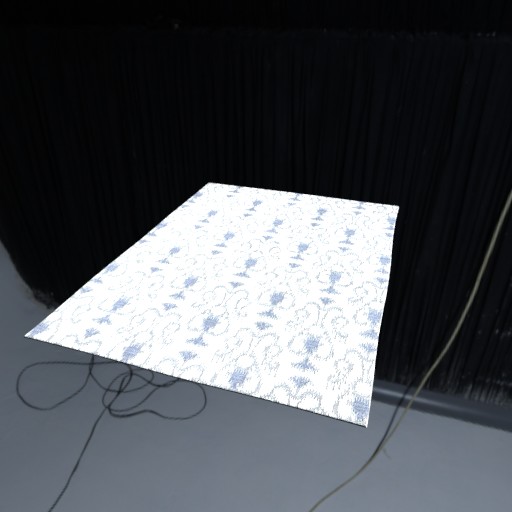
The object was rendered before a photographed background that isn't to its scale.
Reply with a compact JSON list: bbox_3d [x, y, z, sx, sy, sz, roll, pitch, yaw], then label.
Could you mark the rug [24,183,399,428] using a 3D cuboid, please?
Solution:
[{"bbox_3d":[0.000,0.000,2.883,1.676,0.013,2.261,10,31,16],"label":"rug"}]
